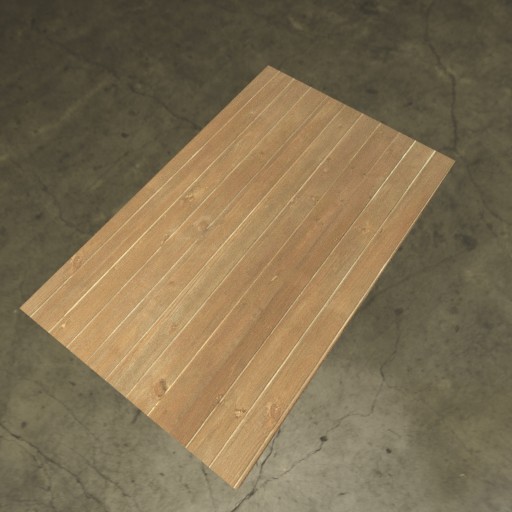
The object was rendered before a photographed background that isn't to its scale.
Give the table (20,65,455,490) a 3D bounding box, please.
[{"bbox_3d":[0.000,0.000,1.654,0.827,0.413,1.299,33,68,15],"label":"table"}]
